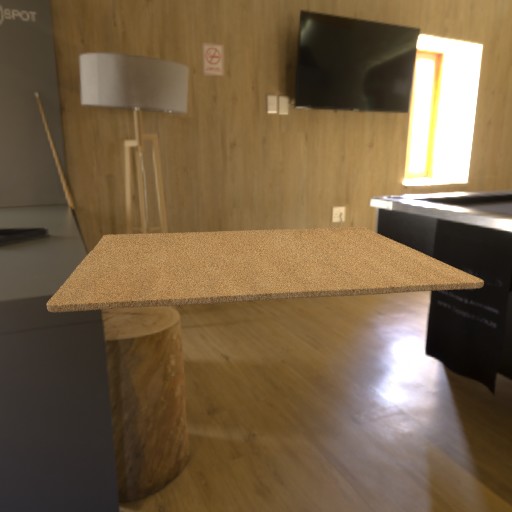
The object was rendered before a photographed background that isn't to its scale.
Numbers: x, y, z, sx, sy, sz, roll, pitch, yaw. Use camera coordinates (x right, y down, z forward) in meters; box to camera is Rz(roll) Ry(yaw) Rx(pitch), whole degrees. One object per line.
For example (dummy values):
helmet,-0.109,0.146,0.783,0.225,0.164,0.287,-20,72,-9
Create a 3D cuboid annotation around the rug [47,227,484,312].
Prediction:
rug,0.000,0.000,2.144,1.600,0.025,1.199,-2,14,-9
